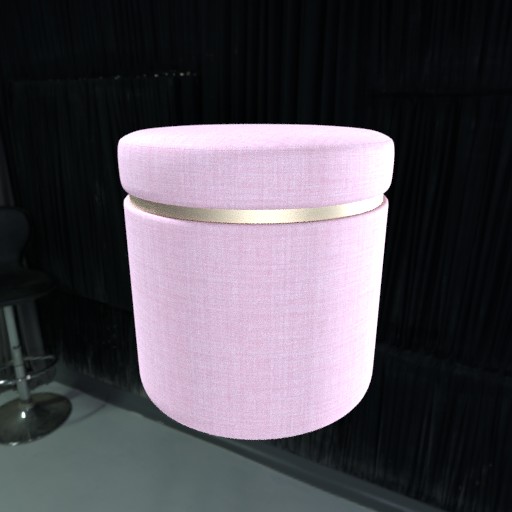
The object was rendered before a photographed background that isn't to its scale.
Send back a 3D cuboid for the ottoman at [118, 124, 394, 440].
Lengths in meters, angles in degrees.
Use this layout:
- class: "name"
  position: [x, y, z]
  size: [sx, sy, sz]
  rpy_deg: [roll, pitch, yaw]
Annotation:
- class: "ottoman"
  position: [0.000, 0.000, 0.721]
  size: [0.400, 0.406, 0.400]
  rpy_deg: [0, 18, 0]
